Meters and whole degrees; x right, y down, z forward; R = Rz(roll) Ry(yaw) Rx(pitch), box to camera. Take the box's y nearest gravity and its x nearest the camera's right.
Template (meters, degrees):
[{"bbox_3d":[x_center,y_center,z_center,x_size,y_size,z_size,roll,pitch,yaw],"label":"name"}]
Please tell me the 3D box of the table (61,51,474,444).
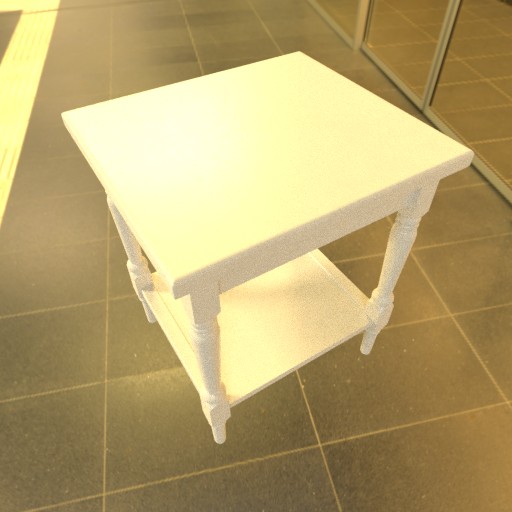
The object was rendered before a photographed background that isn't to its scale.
[{"bbox_3d":[0.000,0.000,0.895,0.488,0.565,0.442,-24,51,-22],"label":"table"}]
